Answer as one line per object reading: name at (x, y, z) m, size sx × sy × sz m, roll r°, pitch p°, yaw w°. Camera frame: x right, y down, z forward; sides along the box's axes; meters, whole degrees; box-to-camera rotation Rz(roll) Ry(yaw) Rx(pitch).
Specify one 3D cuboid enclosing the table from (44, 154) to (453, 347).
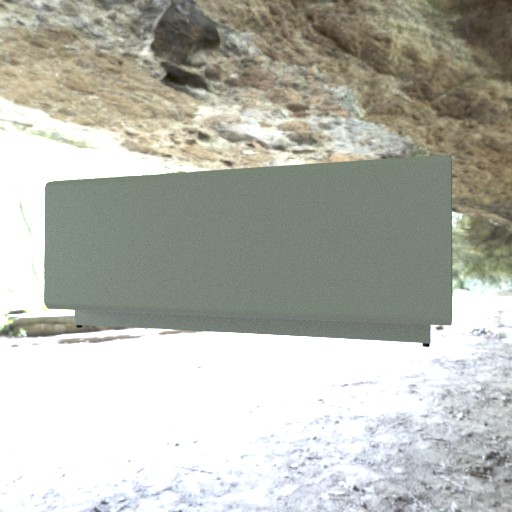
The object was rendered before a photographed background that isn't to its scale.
table at (0.000, 0.000, 1.432) m, size 1.097 × 0.442 × 0.639 m, roll 0°, pitch -1°, yaw 17°
